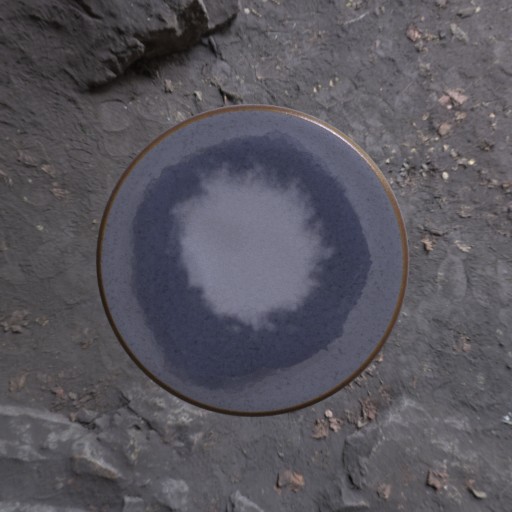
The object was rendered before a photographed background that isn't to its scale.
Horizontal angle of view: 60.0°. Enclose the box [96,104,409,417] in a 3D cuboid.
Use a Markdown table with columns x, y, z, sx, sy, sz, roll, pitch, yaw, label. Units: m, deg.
| x | y | z | sx | sy | sz | roll | pitch | yaw | label |
| --- | --- | --- | --- | --- | --- | --- | --- | --- | --- |
| 0.000 | 0.000 | 0.246 | 0.118 | 0.168 | 0.118 | 0 | 92 | 1 | box |
